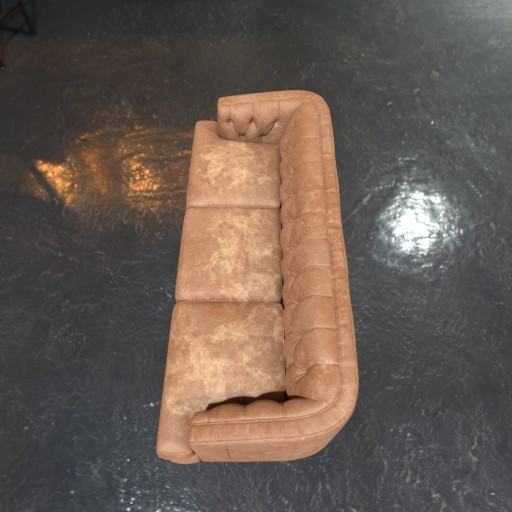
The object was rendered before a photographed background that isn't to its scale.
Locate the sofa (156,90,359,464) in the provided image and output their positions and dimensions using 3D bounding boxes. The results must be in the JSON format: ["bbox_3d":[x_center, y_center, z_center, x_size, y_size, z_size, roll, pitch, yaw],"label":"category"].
[{"bbox_3d":[0.000,0.000,2.674,0.922,0.791,2.257,1,59,0],"label":"sofa"}]
